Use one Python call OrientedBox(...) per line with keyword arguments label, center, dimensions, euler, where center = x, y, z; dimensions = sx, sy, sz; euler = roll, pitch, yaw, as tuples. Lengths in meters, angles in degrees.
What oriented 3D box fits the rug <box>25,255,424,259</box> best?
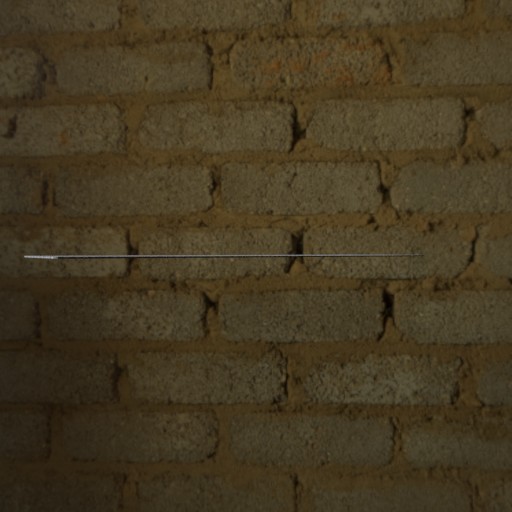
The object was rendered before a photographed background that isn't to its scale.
OrientedBox(label="rug", center=(0.000, 0.000, 2.542), dimensions=(2.286, 0.008, 0.686), euler=(0, 0, -36))
